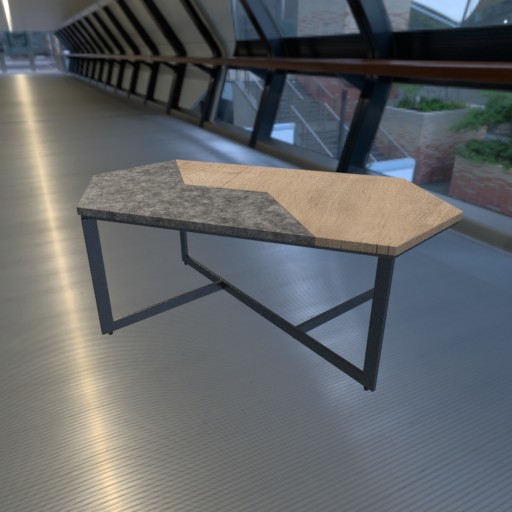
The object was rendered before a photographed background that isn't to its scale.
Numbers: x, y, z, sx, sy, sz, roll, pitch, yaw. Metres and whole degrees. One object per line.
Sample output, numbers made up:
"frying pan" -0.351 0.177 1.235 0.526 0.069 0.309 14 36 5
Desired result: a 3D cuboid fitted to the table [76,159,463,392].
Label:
"table" 0.000 0.000 1.507 1.219 0.457 0.609 8 27 16
